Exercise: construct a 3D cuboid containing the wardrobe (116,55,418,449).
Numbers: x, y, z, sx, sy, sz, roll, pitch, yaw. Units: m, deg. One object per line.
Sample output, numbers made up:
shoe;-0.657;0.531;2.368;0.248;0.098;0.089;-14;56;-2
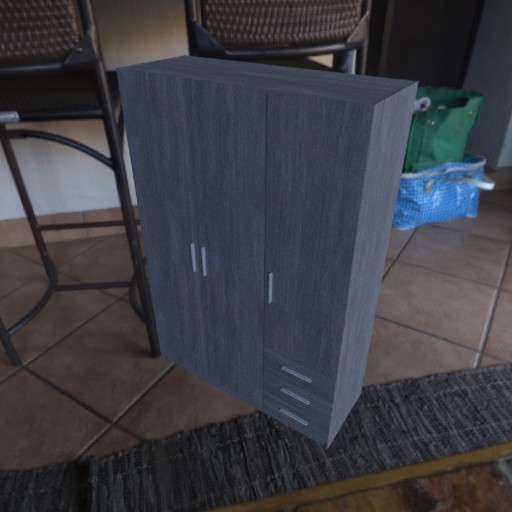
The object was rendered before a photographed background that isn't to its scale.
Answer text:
wardrobe;0.000;0.000;2.482;1.290;1.910;0.510;20;37;28
